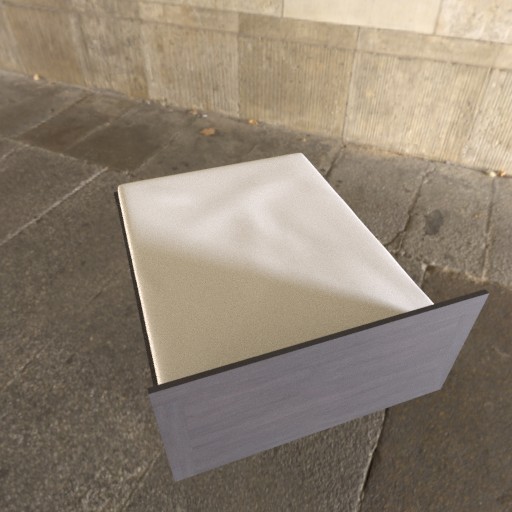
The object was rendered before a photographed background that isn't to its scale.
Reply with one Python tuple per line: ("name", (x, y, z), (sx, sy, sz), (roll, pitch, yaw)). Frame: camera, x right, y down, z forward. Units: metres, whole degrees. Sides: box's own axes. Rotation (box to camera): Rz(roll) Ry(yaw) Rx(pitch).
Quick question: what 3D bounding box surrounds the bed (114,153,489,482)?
("bed", (0.000, 0.000, 2.867), (1.585, 0.823, 2.073), (-13, 44, -14))
